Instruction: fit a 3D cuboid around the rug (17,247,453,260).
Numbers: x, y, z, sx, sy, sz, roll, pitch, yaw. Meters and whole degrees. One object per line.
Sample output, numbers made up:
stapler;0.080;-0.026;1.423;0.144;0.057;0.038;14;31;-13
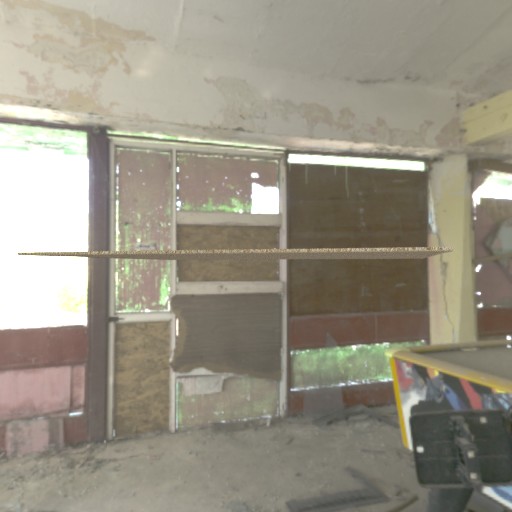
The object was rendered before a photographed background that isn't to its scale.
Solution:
rug;0.000;0.000;4.020;3.000;0.025;2.400;0;-1;17
